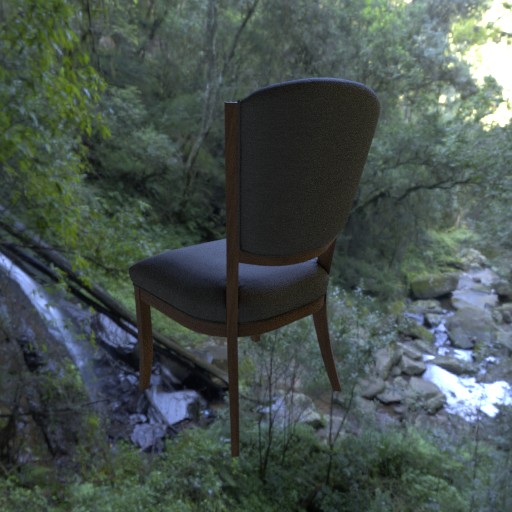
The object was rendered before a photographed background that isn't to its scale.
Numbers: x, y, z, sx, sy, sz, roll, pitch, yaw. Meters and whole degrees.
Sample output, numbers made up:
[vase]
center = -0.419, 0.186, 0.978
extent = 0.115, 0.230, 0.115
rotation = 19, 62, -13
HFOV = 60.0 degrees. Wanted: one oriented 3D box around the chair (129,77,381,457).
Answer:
[chair]
center = 0.000, 0.000, 1.260
extent = 0.513, 0.905, 0.584
rotation = -14, 22, -40
